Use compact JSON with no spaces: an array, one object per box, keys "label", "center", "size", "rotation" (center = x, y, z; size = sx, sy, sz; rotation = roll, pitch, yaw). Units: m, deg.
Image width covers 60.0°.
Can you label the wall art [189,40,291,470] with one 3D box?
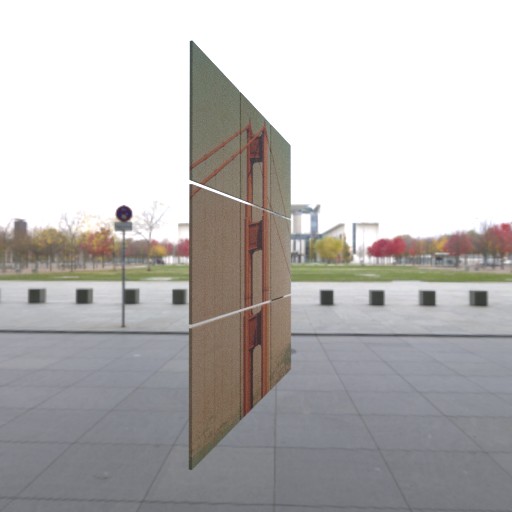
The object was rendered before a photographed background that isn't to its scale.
[{"label":"wall art","center":[0.000,0.000,2.293],"size":[0.013,1.523,1.517],"rotation":[0,-1,18]}]
